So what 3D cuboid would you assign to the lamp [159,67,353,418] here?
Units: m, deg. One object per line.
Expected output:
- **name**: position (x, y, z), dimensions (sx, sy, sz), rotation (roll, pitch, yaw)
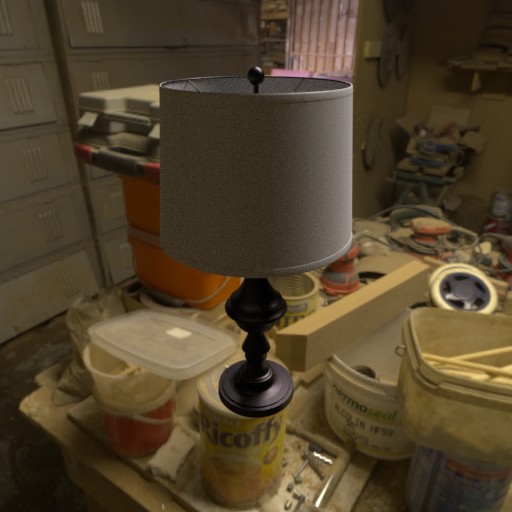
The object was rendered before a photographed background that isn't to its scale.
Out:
- **lamp**: position (0.000, 0.000, 0.924), dimensions (0.383, 0.726, 0.383), rotation (0, 26, 0)
